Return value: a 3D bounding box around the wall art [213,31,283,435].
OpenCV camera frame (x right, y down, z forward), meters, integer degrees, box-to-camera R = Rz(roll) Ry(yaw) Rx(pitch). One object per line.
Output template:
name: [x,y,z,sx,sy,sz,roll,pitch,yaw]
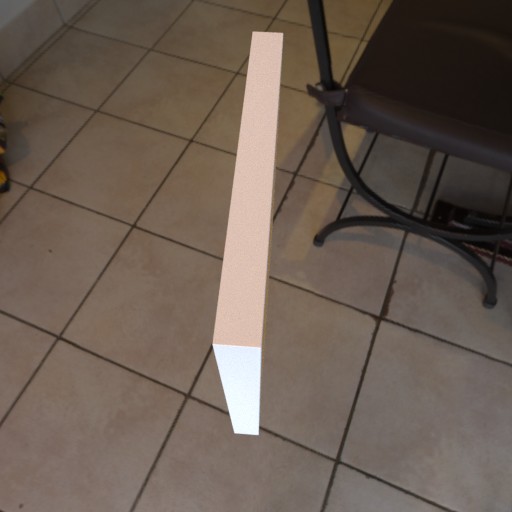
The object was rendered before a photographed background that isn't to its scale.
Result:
wall art: [0.000,0.000,0.621,0.038,0.406,0.406,4,59,2]
